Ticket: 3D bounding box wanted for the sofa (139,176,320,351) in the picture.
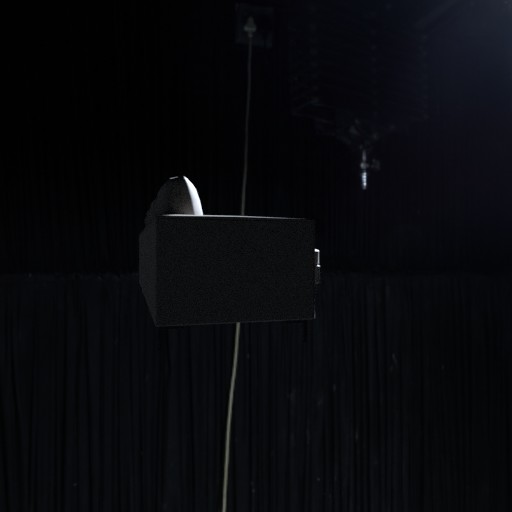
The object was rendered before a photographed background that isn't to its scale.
[{"bbox_3d":[0.000,0.000,4.230,2.077,0.964,3.331,0,1,-16],"label":"sofa"}]
